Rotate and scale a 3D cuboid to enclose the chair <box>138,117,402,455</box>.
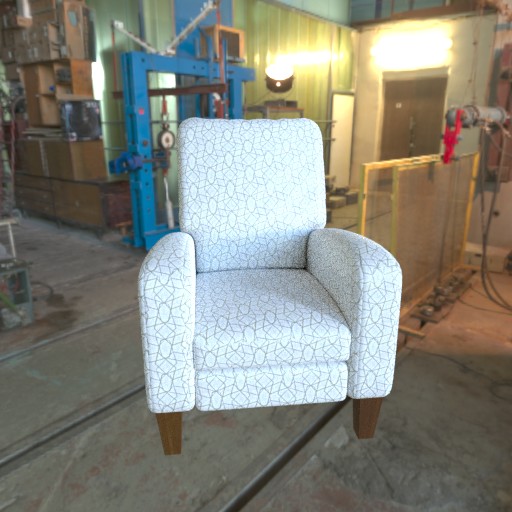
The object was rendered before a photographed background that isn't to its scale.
[{"bbox_3d":[0.000,0.000,1.772,0.796,1.064,0.995,-2,17,-6],"label":"chair"}]
